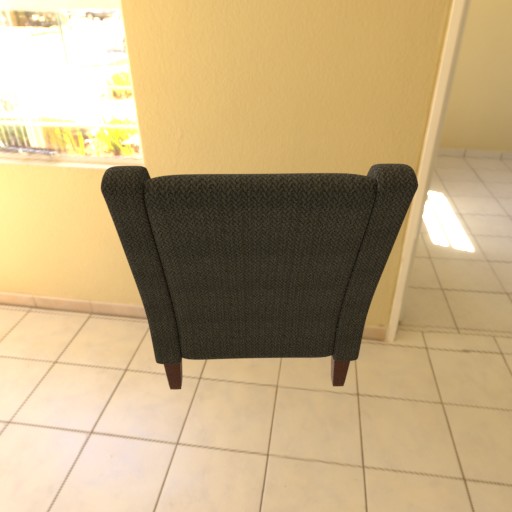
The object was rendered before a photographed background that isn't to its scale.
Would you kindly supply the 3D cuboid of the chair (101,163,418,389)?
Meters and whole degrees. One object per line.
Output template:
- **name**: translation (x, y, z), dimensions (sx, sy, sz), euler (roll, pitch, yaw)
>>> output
- **chair**: translation (0.000, 0.000, 1.722), dimensions (0.793, 1.012, 0.944), euler (-1, 31, -1)
